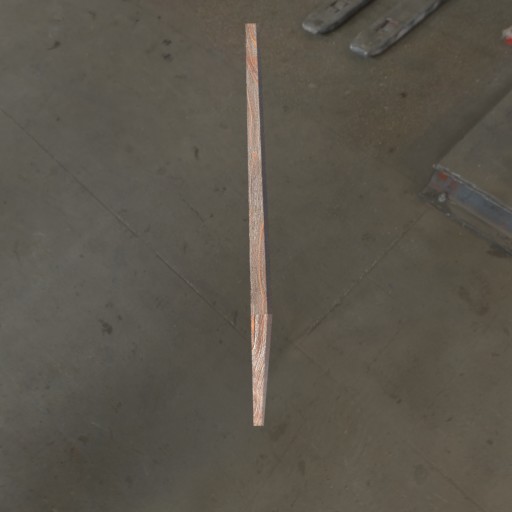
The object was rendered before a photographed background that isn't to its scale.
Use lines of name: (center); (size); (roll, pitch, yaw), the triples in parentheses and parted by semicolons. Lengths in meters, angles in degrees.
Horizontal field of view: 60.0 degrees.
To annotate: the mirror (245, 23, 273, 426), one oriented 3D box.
mirror: (0.000, 0.000, 1.220); (0.032, 0.882, 0.730); (-1, 59, -1)
